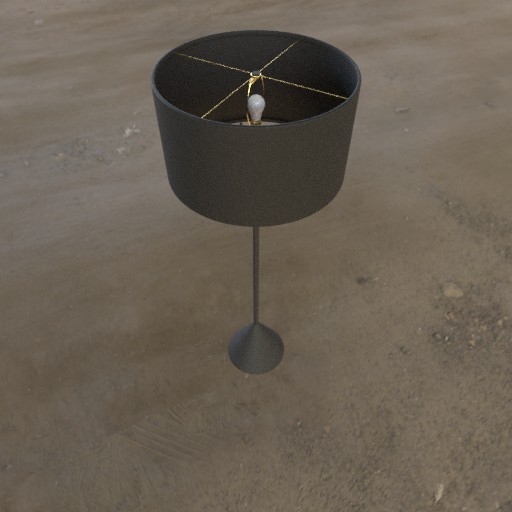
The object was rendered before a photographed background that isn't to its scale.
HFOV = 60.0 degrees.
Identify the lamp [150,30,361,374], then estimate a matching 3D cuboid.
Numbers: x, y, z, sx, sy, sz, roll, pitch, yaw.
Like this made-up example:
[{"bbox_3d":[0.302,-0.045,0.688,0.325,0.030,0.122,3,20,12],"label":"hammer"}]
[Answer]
[{"bbox_3d":[0.000,0.000,1.793,0.580,1.526,0.580,23,52,20],"label":"lamp"}]
